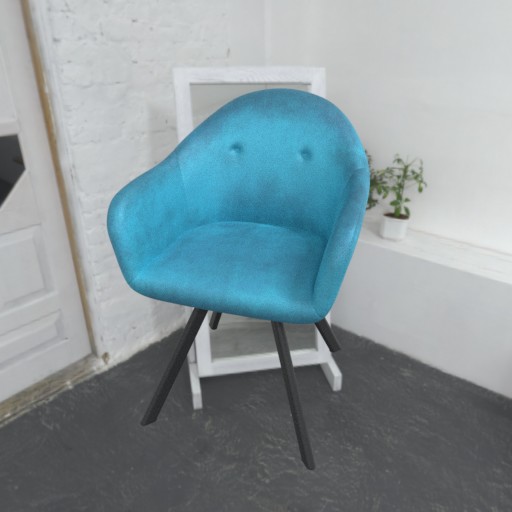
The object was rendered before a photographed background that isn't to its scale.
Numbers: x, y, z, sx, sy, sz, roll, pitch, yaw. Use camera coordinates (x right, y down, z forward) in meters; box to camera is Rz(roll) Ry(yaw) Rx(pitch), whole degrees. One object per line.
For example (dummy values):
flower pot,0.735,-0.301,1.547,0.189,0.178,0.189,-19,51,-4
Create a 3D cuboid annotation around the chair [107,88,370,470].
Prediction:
chair,0.000,0.000,1.164,0.540,0.780,0.570,8,27,15
